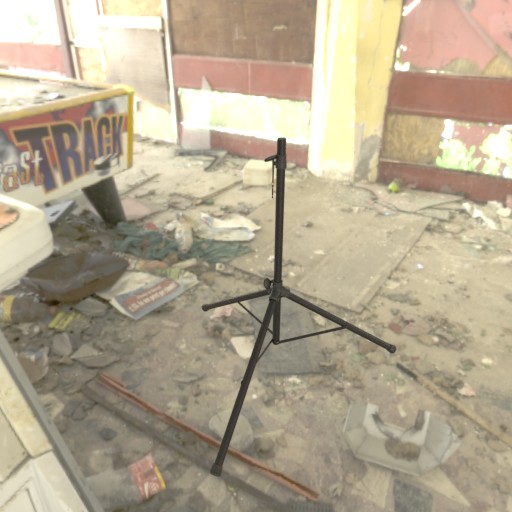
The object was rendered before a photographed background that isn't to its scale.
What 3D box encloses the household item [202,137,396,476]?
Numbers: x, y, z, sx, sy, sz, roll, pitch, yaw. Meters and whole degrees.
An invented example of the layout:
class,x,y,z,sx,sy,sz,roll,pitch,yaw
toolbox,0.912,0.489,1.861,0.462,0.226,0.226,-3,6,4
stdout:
class,x,y,z,sx,sy,sz,roll,pitch,yaw
household item,0.000,0.000,2.826,1.596,1.595,1.339,-21,36,-32
